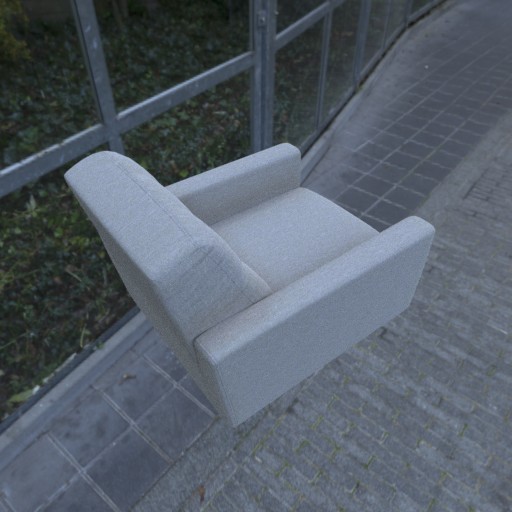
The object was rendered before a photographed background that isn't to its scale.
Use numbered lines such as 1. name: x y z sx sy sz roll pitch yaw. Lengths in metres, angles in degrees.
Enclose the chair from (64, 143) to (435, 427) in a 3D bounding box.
1. chair: 0.000 0.000 1.813 1.128 0.965 0.897 -26 47 -27
